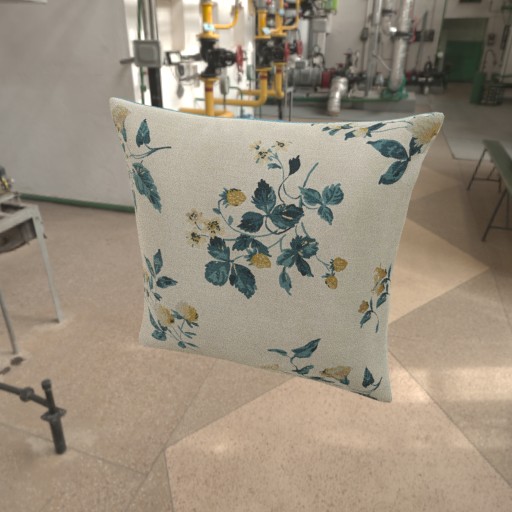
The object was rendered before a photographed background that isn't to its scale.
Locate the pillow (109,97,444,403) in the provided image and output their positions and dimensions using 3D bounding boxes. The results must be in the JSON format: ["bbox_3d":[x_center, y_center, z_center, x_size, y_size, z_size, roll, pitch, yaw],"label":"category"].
[{"bbox_3d":[0.000,0.000,0.774,0.526,0.507,0.166,9,28,17],"label":"pillow"}]
